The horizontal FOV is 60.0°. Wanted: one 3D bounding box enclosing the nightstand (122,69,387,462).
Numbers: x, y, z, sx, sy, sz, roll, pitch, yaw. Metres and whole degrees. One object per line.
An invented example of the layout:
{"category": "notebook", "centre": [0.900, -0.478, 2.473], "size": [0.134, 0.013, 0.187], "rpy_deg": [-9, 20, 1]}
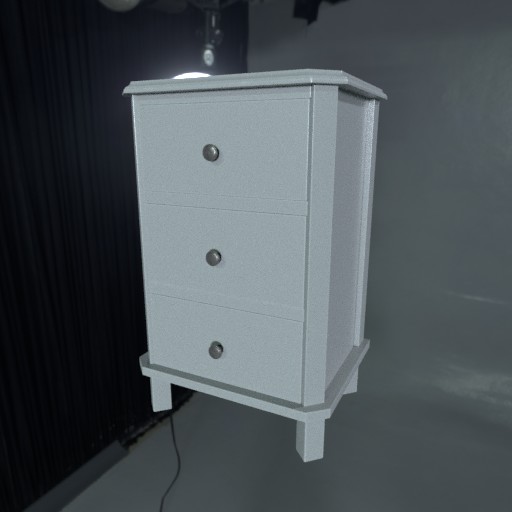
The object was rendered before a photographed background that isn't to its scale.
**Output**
{"category": "nightstand", "centre": [0.000, 0.000, 0.946], "size": [0.435, 0.680, 0.348], "rpy_deg": [7, 16, 26]}
